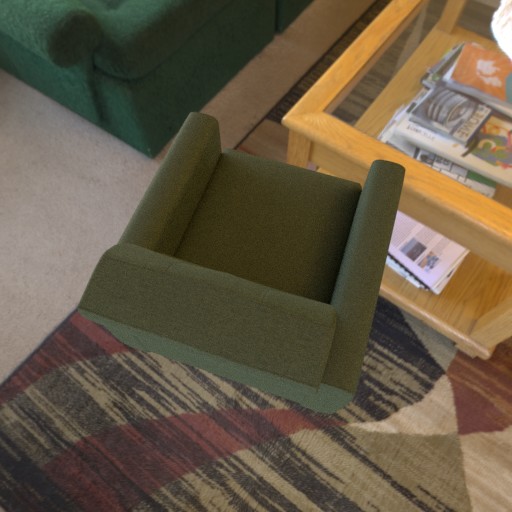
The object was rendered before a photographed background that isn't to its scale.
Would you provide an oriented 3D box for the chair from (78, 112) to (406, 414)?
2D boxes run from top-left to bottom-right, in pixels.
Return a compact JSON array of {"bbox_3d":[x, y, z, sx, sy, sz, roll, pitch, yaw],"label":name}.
[{"bbox_3d":[0.000,0.000,1.519,0.831,0.841,0.909,17,65,8],"label":"chair"}]
